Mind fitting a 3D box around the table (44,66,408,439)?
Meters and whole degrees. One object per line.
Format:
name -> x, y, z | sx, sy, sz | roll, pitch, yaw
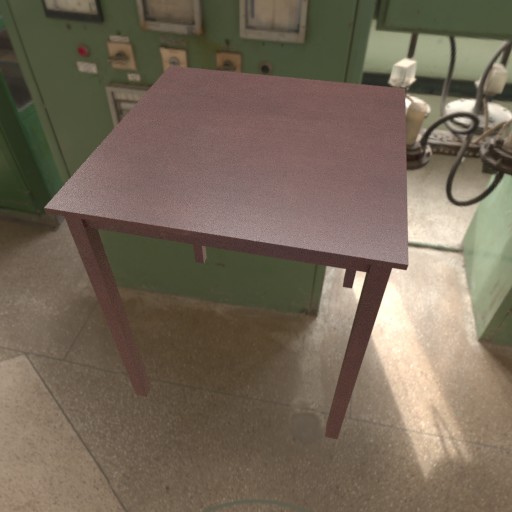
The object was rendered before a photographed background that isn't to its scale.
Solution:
table -> 0.000, 0.000, 1.657 | 0.861, 0.991, 0.861 | 9, 46, 9
